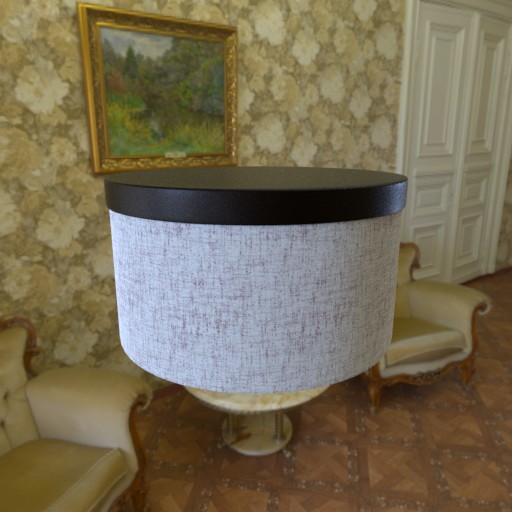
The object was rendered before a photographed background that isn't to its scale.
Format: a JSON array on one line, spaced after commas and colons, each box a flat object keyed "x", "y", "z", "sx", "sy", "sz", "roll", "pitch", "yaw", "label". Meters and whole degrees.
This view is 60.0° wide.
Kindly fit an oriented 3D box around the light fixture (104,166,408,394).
[{"x": 0.000, "y": 0.000, "z": 0.626, "sx": 0.389, "sy": 0.229, "sz": 0.389, "roll": 0, "pitch": 15, "yaw": 0, "label": "light fixture"}]
